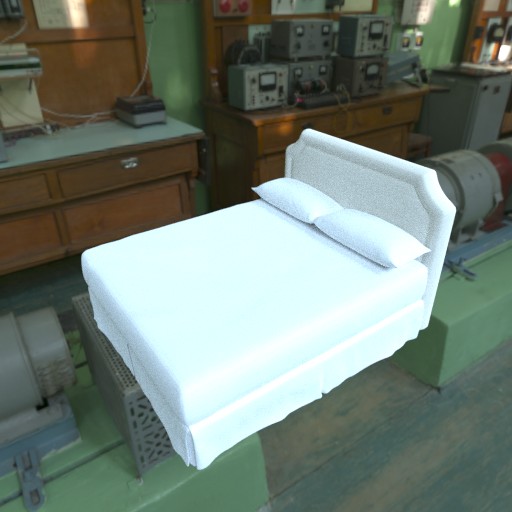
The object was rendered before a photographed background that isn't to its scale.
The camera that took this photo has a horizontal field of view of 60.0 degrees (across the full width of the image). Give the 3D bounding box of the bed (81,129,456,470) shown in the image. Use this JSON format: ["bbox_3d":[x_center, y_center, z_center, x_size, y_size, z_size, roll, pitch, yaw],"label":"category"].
[{"bbox_3d":[0.000,0.000,3.913,2.548,1.524,2.134,-20,37,-30],"label":"bed"}]
